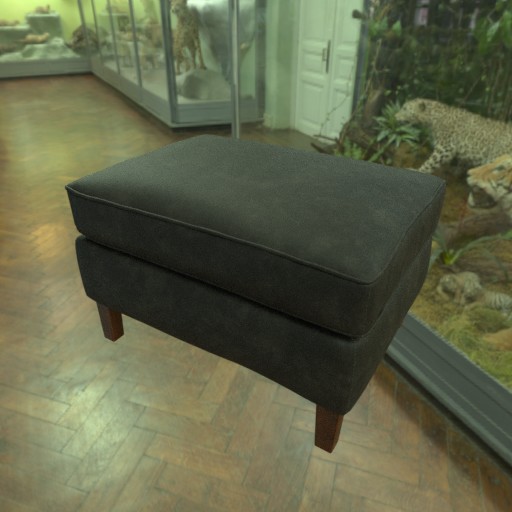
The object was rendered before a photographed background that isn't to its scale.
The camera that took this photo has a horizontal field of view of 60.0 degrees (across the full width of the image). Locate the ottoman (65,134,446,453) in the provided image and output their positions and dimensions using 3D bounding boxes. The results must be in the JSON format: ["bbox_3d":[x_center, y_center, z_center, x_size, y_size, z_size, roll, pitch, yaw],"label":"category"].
[{"bbox_3d":[0.000,0.000,0.982,0.665,0.413,0.501,18,35,28],"label":"ottoman"}]
